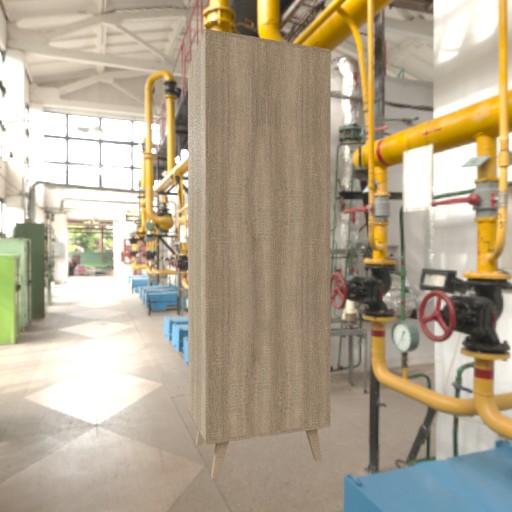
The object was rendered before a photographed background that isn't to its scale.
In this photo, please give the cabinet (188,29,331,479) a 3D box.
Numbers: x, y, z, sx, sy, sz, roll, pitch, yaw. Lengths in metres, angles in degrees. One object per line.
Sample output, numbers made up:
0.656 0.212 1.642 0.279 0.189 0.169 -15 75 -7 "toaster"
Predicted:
0.000 0.000 2.086 0.570 1.850 0.400 0 0 -19 "cabinet"
